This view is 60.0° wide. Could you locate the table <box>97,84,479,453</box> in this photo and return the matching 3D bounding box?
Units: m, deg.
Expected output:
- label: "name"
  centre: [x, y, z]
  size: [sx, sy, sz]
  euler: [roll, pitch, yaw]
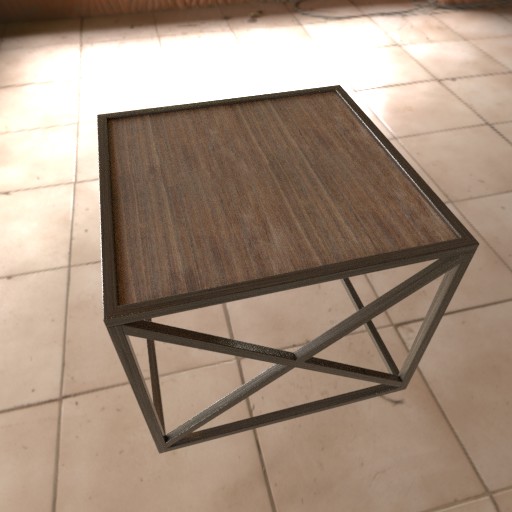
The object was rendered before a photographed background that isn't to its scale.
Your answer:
- label: "table"
  centre: [0.000, 0.000, 1.070]
  size: [0.611, 0.507, 0.609]
  euler: [-11, 47, -10]
